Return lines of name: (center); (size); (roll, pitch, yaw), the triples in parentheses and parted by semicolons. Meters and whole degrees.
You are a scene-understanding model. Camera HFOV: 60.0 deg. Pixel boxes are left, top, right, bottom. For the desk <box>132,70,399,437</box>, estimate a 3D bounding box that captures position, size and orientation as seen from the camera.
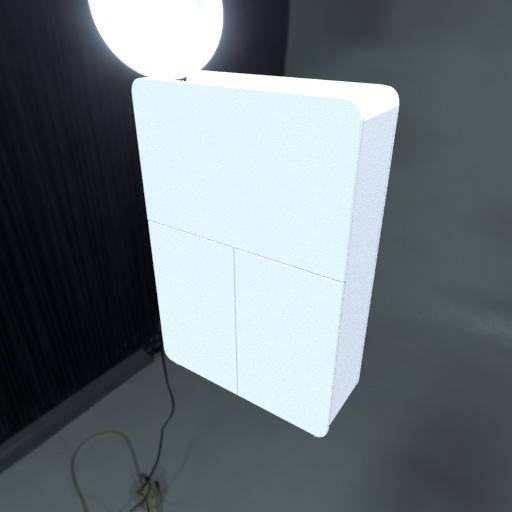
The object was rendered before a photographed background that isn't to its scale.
desk: (0.000, 0.000, 1.609); (0.795, 1.190, 0.278); (18, 33, 30)
